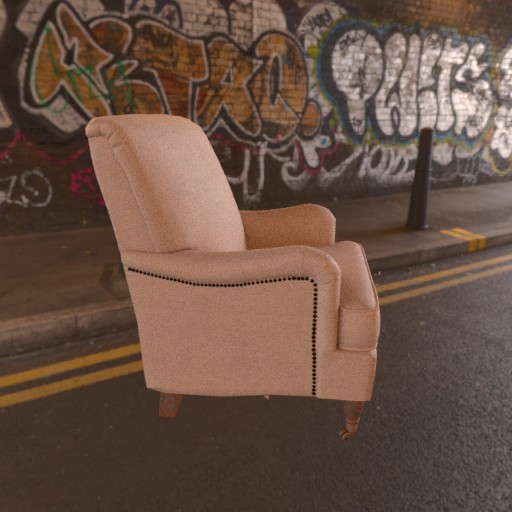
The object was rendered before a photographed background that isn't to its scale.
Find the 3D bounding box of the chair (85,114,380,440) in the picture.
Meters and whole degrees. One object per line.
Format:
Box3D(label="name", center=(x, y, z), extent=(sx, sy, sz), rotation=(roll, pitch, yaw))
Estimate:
Box3D(label="chair", center=(0.000, 0.000, 1.832), extent=(0.953, 1.119, 0.879), rotation=(2, 17, 8))
